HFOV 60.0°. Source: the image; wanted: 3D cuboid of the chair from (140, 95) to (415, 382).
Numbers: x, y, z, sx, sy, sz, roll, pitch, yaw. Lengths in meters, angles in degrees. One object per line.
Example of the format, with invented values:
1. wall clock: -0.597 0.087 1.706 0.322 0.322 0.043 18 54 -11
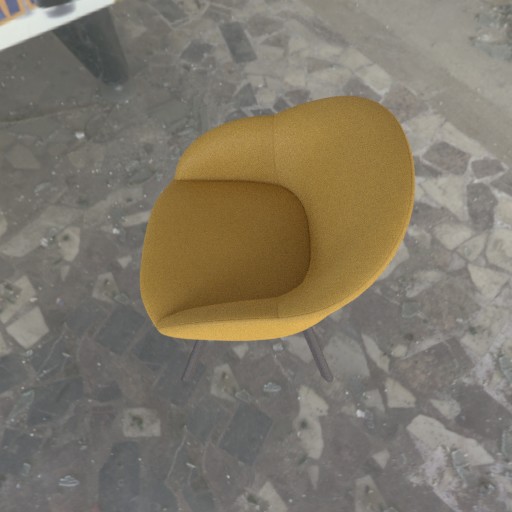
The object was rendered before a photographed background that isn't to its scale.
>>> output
1. chair: 0.000 0.000 1.167 0.583 0.793 0.551 0 61 0
